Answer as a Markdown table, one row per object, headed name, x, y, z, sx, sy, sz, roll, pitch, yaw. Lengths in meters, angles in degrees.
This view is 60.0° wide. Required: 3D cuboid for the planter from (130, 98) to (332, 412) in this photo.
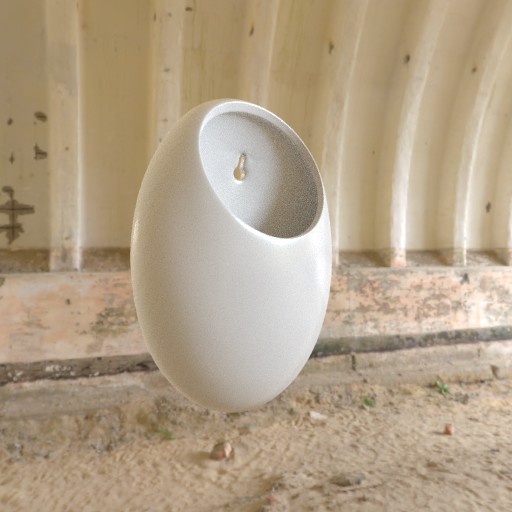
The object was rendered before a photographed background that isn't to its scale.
| name | x | y | z | sx | sy | sz | roll | pitch | yaw |
| --- | --- | --- | --- | --- | --- | --- | --- | --- | --- |
| planter | 0.000 | 0.000 | 0.276 | 0.043 | 0.188 | 0.185 | 0 | -1 | 38 |
